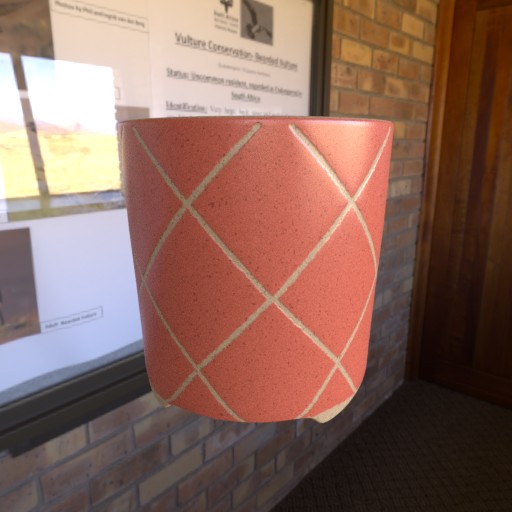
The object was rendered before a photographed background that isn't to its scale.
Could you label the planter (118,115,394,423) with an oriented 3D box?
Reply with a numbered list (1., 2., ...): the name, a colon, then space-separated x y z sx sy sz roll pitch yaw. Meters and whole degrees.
1. planter: 0.000 0.000 0.410 0.227 0.235 0.227 0 14 0
